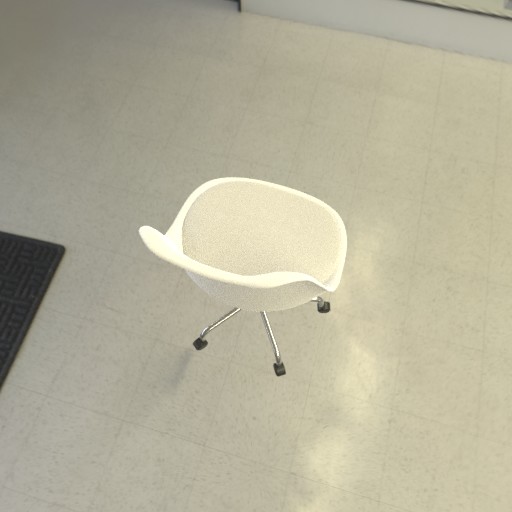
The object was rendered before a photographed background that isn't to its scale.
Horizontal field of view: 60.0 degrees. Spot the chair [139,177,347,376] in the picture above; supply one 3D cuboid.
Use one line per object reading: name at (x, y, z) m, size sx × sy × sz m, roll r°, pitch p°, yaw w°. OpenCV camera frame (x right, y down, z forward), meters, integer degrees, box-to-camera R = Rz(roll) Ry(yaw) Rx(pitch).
chair at (0.000, 0.000, 1.300) m, size 0.550 × 0.930 × 0.550 m, roll 17°, pitch 65°, yaw 8°
